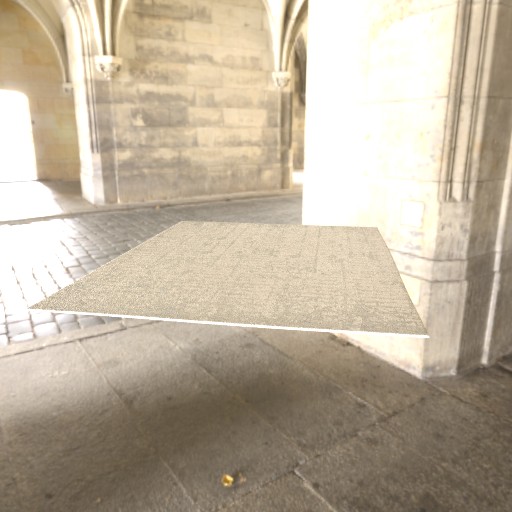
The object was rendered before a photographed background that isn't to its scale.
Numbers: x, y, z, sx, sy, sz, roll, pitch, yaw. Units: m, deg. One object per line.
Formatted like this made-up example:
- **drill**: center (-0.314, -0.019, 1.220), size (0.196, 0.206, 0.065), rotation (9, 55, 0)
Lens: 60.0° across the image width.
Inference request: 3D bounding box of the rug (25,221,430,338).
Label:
- **rug**: center (0.000, 0.000, 4.048), size (2.447, 0.014, 3.061), rotation (3, 15, 9)
